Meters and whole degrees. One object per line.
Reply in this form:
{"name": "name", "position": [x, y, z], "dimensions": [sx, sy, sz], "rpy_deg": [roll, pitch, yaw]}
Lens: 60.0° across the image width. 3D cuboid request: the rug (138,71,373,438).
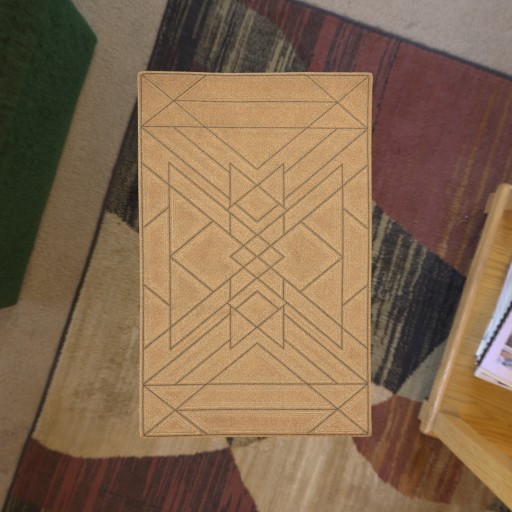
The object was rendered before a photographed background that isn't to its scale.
{"name": "rug", "position": [0.000, 0.000, 2.984], "dimensions": [1.575, 0.023, 2.459], "rpy_deg": [0, 91, -1]}
